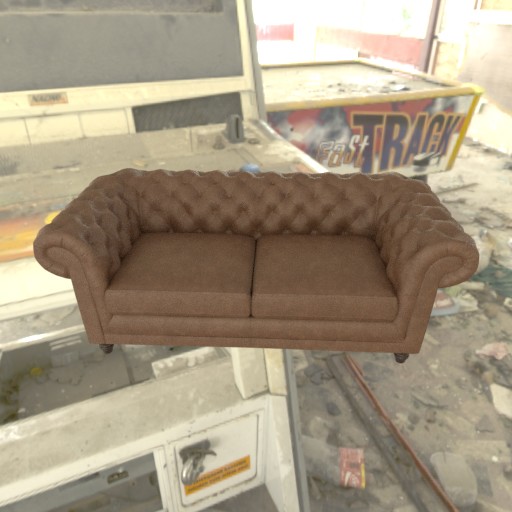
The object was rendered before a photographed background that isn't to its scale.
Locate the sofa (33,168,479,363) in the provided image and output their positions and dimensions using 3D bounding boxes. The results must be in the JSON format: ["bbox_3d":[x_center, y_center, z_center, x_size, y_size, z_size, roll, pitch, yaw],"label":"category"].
[{"bbox_3d":[0.000,0.000,2.525,2.048,0.784,0.955,1,30,2],"label":"sofa"}]
